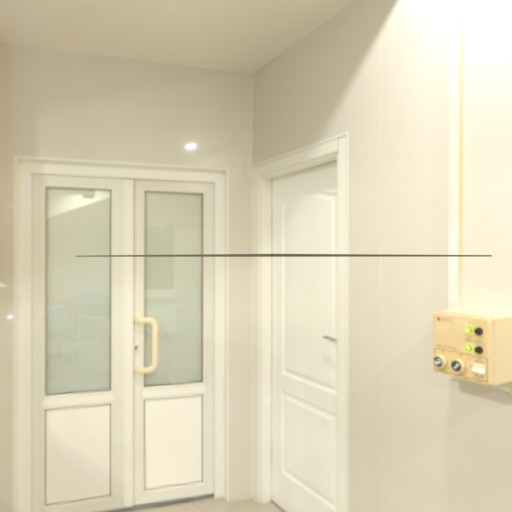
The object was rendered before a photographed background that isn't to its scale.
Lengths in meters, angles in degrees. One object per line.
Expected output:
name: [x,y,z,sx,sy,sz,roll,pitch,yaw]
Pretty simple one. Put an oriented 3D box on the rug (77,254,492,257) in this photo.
rug: [0.000,0.000,2.858,1.600,0.008,2.235,0,0,-38]
